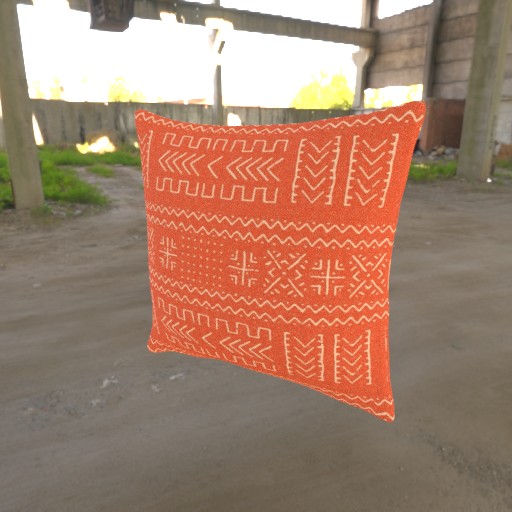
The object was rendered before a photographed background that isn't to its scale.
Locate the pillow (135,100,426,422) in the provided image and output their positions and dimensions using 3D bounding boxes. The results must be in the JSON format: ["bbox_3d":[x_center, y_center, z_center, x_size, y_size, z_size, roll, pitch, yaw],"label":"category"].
[{"bbox_3d":[0.000,0.000,0.661,0.438,0.429,0.164,8,18,26],"label":"pillow"}]
